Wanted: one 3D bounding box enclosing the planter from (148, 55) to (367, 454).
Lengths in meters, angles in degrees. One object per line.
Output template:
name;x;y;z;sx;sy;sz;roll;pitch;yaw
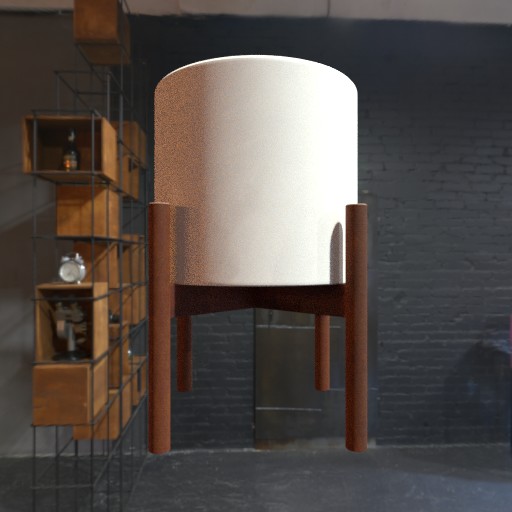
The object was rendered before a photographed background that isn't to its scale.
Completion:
planter;0.000;0.000;0.502;0.224;0.358;0.224;0;0;-1
